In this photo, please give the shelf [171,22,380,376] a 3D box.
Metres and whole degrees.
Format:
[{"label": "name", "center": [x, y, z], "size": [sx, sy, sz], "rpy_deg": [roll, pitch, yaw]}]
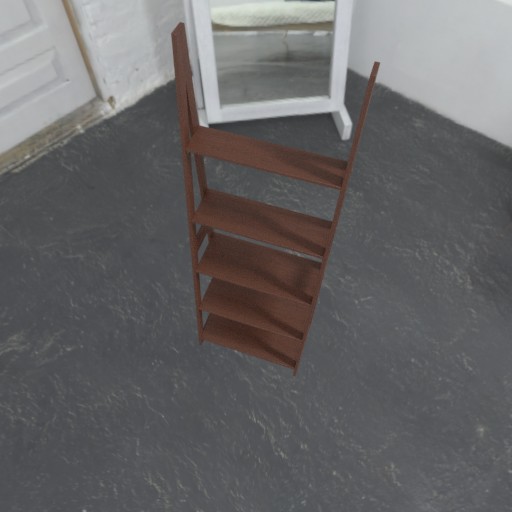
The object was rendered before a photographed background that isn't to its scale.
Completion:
[{"label": "shelf", "center": [0.000, 0.000, 1.919], "size": [0.600, 1.770, 0.350], "rpy_deg": [16, 60, 10]}]
